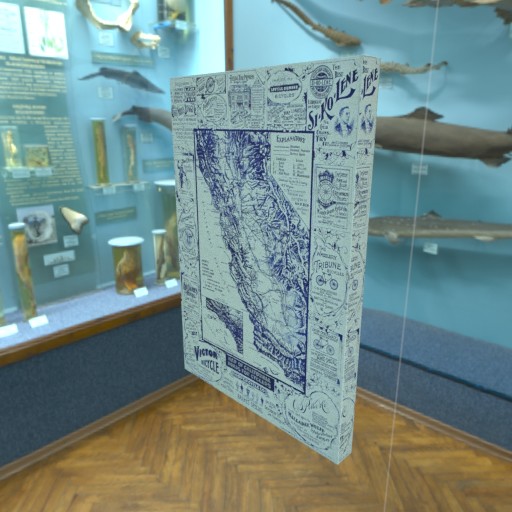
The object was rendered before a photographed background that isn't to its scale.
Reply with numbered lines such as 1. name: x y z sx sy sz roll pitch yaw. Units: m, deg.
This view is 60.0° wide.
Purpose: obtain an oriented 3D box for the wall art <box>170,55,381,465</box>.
1. wall art: 0.000 0.000 0.482 0.025 0.376 0.255 -16 23 -42
